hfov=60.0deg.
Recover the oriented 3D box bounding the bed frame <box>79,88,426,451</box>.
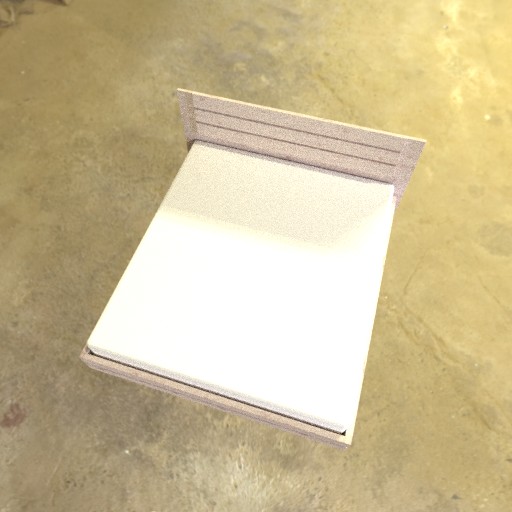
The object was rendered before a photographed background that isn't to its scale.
[{"bbox_3d":[0.000,0.000,3.254,1.950,0.970,2.080,15,59,9],"label":"bed frame"}]
